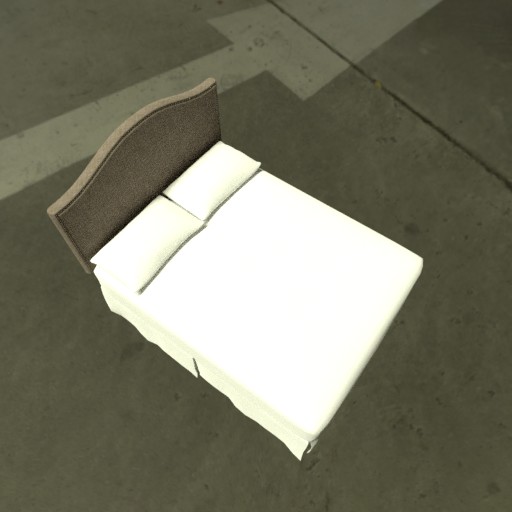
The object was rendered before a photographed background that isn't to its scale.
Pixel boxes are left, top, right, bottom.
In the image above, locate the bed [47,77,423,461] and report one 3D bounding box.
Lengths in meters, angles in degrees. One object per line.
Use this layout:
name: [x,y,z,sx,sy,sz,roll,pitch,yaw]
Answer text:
bed: [0.000,0.000,3.280,2.153,1.518,1.713,32,64,18]
